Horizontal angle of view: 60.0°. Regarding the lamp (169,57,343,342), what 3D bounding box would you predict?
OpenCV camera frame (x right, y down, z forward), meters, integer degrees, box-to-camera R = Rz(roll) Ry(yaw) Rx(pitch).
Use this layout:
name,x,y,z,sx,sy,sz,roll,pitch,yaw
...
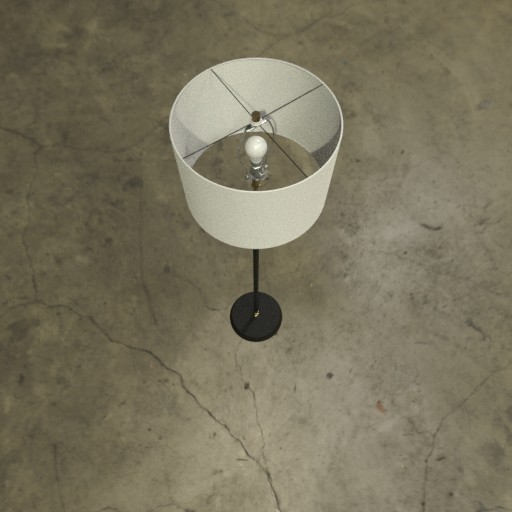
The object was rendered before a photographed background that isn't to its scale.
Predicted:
name,x,y,z,sx,sy,sz,roll,pitch,yaw
lamp,0.000,0.000,1.699,0.404,1.517,0.404,-32,69,-14
